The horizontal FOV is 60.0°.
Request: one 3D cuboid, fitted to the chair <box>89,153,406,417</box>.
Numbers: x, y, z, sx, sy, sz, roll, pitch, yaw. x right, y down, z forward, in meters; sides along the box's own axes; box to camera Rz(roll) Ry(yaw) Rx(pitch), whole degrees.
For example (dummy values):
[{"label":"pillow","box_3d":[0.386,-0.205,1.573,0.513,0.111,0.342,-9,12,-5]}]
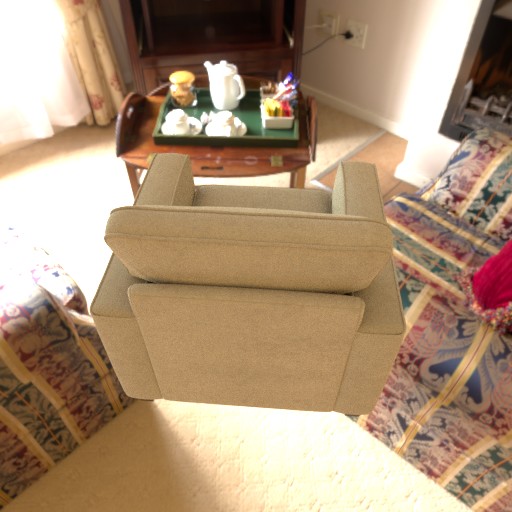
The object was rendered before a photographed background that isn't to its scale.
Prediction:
[{"label":"chair","box_3d":[0.000,0.000,1.800,1.015,0.965,0.939,3,46,3]}]
